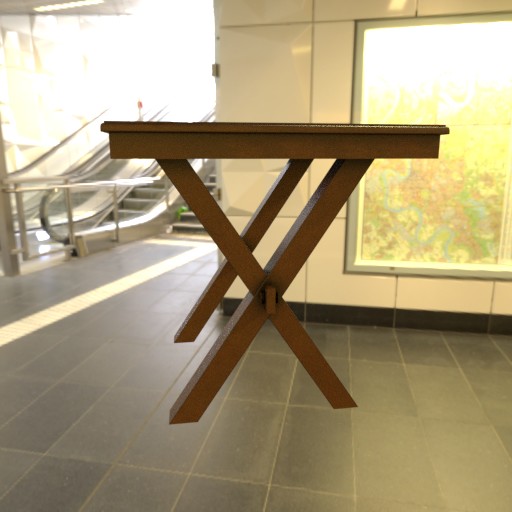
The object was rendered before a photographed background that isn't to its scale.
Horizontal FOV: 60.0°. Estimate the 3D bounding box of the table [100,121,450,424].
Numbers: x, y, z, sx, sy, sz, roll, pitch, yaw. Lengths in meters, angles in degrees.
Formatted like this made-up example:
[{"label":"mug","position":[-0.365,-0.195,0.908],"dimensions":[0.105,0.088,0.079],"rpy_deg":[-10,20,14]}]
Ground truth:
[{"label":"table","position":[0.000,0.000,1.046],"dimensions":[0.560,0.562,0.602],"rpy_deg":[-2,13,-9]}]
